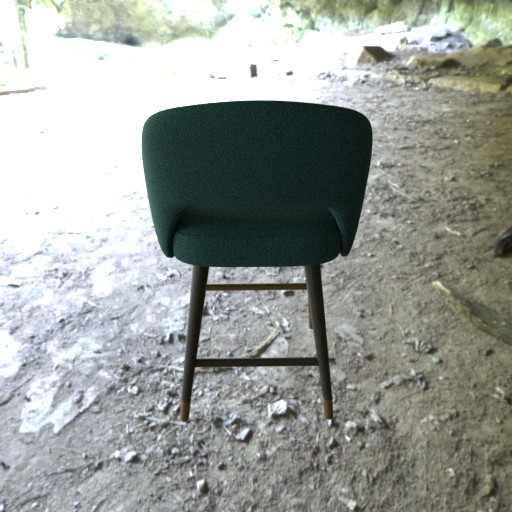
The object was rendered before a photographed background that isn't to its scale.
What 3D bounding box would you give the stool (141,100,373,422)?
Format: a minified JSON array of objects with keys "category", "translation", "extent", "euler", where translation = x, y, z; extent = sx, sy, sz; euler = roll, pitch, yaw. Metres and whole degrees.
[{"category":"stool","translation":[0.000,0.000,1.253],"extent":[0.536,0.939,0.522],"euler":[0,30,-1]}]
